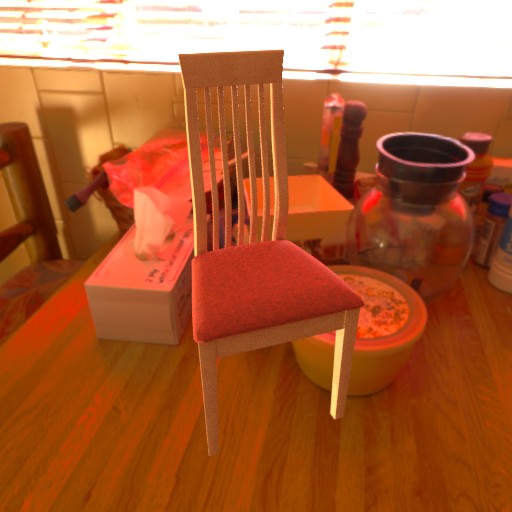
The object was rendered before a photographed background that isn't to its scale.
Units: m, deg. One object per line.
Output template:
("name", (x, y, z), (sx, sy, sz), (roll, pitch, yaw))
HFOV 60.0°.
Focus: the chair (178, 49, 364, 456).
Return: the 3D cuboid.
("chair", (0.000, 0.000, 1.271), (0.460, 1.027, 0.474), (-10, 33, -16))
